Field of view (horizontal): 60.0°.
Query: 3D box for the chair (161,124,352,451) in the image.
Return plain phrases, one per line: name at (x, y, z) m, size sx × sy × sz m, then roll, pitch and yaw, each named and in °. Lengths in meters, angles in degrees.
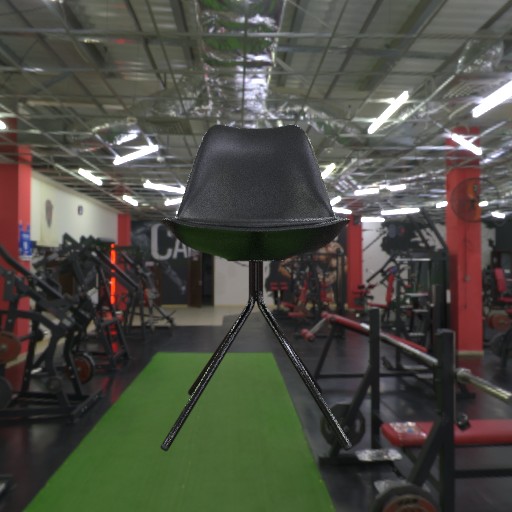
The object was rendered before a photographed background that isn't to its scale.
chair at (0.000, 0.000, 1.179) m, size 0.461 × 0.850 × 0.525 m, roll 0°, pitch -1°, yaw 0°
